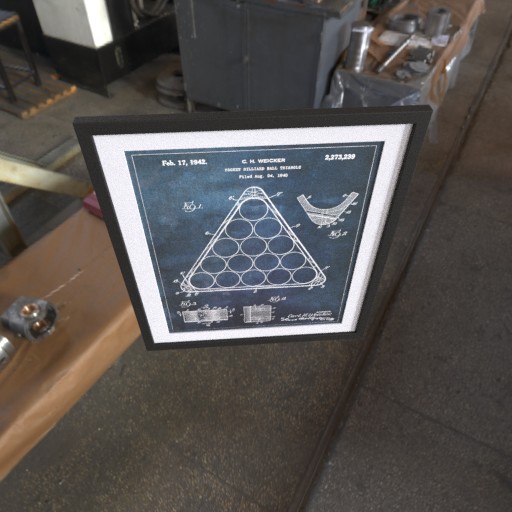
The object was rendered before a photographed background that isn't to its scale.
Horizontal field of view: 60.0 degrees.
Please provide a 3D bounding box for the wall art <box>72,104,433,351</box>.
[{"bbox_3d":[0.000,0.000,1.244,0.755,0.863,0.028,-3,46,-3],"label":"wall art"}]
